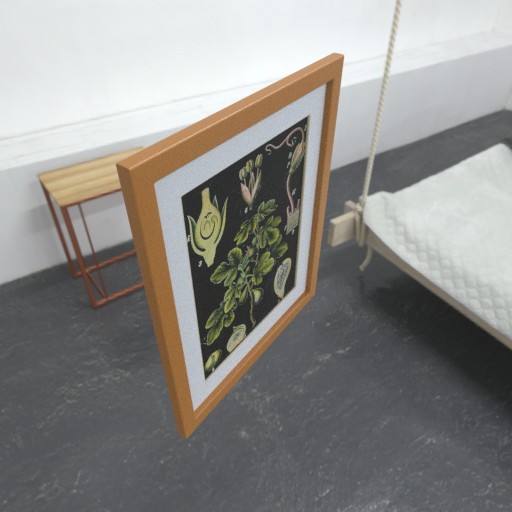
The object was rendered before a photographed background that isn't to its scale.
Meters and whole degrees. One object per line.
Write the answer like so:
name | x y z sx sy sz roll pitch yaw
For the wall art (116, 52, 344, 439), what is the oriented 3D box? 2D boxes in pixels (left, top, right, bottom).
wall art | 0.000 0.000 0.762 0.022 0.553 0.452 26 47 27
